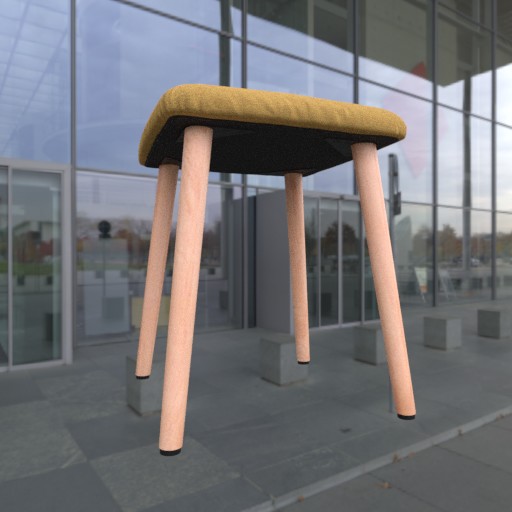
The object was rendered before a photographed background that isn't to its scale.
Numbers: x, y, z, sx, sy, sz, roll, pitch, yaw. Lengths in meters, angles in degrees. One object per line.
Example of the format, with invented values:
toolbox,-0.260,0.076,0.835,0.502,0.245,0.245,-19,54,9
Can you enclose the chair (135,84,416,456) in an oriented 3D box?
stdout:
chair,0.000,0.000,0.699,0.350,0.440,0.350,0,0,-20
